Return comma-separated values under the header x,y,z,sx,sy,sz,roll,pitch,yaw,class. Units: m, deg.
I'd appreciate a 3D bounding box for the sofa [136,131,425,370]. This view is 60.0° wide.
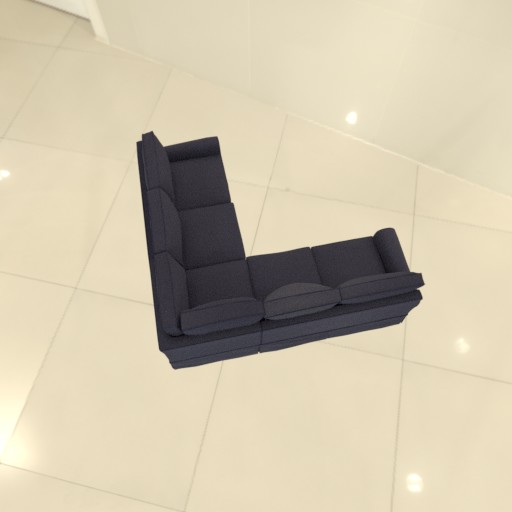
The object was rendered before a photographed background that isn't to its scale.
x,y,z,sx,sy,sz,roll,pitch,yaw,class
0.000,0.000,5.135,3.773,1.169,2.874,18,65,9,sofa
